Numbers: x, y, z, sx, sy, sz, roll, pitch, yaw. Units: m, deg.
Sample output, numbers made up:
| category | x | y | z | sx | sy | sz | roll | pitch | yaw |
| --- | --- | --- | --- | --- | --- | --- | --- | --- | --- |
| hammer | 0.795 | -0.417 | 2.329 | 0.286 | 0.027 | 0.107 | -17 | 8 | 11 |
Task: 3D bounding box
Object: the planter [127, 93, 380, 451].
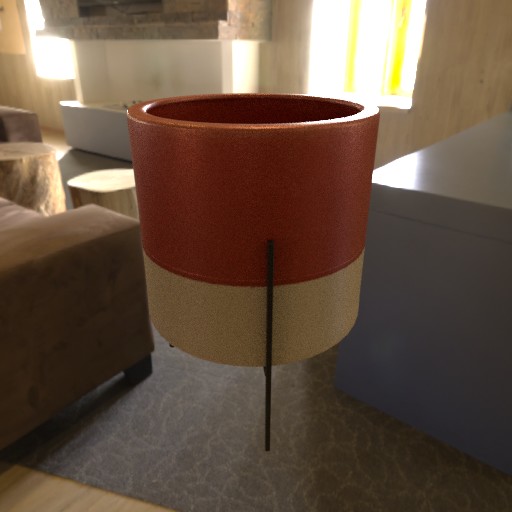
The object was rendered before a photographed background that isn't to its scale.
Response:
| category | x | y | z | sx | sy | sz | roll | pitch | yaw |
| --- | --- | --- | --- | --- | --- | --- | --- | --- | --- |
| planter | 0.000 | 0.000 | 0.717 | 0.354 | 0.465 | 0.345 | -18 | 31 | -33 |
